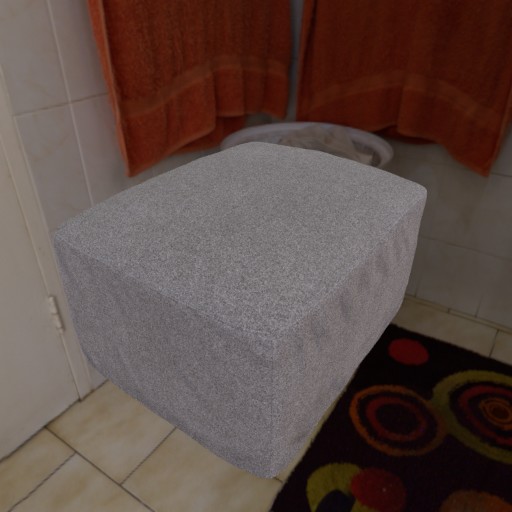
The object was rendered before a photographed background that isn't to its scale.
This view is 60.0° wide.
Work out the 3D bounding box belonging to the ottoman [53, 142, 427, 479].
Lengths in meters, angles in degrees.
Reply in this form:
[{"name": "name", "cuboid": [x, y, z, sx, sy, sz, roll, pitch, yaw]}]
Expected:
[{"name": "ottoman", "cuboid": [0.000, 0.000, 1.232, 0.683, 0.481, 0.837, 21, 38, 30]}]
